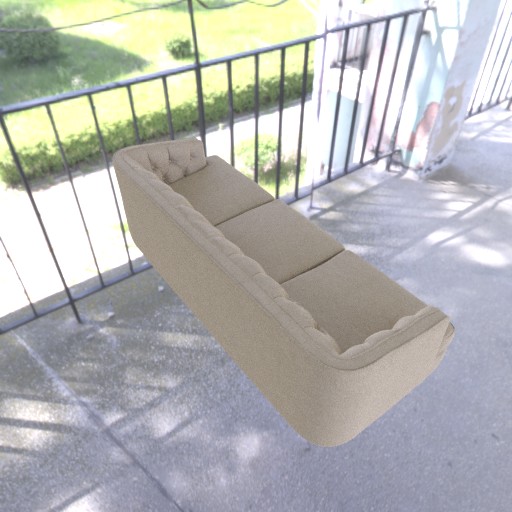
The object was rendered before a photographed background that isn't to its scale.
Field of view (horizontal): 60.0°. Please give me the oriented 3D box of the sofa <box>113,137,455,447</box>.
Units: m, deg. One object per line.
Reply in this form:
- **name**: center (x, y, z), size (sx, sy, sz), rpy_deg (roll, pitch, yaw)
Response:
- **sofa**: center (0.000, 0.000, 2.731), size (0.913, 0.788, 2.235), rpy_deg (-27, 48, -27)
